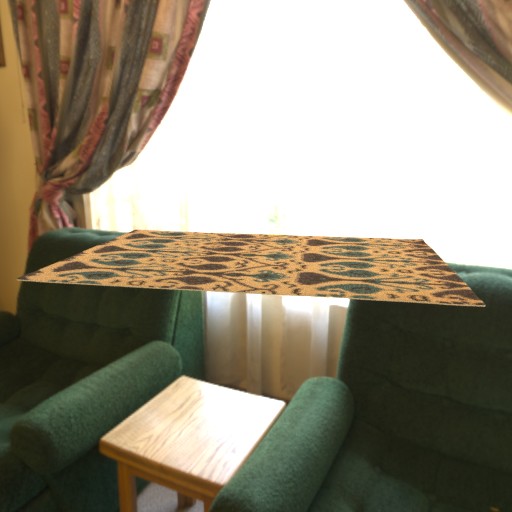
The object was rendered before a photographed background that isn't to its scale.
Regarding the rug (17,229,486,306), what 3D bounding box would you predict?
[{"bbox_3d":[0.000,0.000,2.081,1.698,0.013,1.072,2,14,9],"label":"rug"}]
